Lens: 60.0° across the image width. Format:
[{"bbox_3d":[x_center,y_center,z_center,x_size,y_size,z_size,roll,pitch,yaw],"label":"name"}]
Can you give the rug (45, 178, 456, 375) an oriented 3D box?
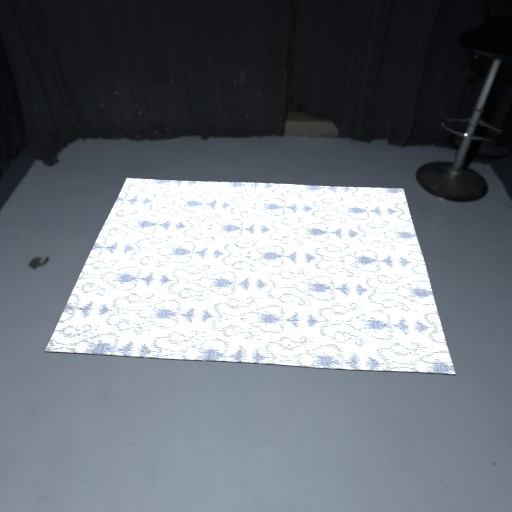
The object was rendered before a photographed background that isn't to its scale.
[{"bbox_3d":[0.000,0.000,3.009,2.261,0.013,1.676,3,45,3],"label":"rug"}]
